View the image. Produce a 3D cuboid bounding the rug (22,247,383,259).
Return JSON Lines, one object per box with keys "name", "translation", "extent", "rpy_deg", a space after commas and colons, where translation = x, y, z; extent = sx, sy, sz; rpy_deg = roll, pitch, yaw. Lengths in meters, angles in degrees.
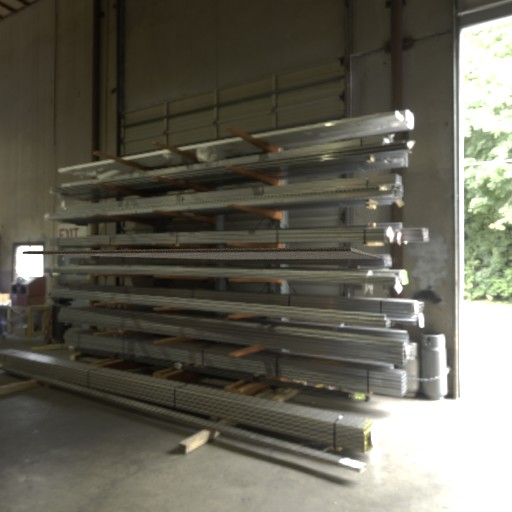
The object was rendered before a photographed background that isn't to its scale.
{"name": "rug", "translation": [0.000, 0.000, 2.074], "extent": [1.066, 0.011, 1.677], "rpy_deg": [0, -1, 19]}
